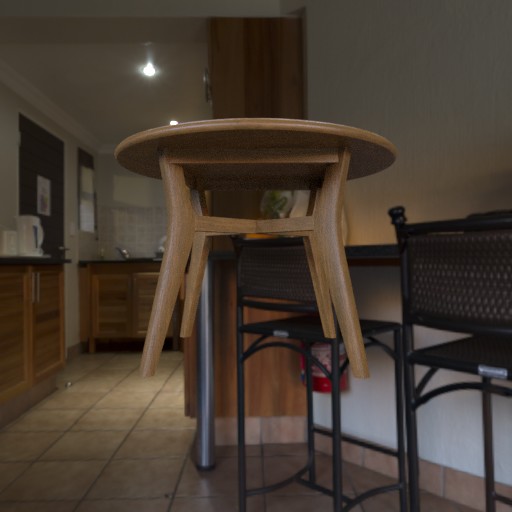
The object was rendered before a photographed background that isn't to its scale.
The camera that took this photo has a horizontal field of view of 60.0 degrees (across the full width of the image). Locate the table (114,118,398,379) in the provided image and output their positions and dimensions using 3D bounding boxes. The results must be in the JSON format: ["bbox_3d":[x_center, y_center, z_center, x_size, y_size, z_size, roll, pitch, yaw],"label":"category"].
[{"bbox_3d":[0.000,0.000,1.734,1.055,0.757,1.055,0,0,0],"label":"table"}]
